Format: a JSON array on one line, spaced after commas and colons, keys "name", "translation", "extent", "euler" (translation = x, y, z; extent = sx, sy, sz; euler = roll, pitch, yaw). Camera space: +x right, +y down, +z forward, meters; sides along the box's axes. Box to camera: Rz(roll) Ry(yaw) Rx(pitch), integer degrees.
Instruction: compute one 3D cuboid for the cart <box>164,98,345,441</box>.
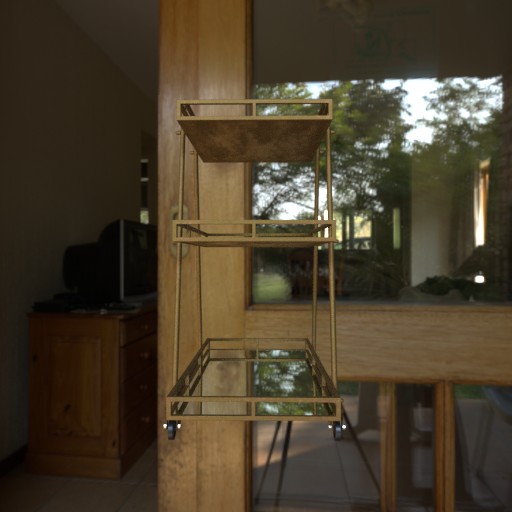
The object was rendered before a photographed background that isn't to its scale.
[{"name": "cart", "translation": [0.000, 0.000, 1.322], "extent": [0.441, 0.883, 0.711], "euler": [0, 0, 1]}]
